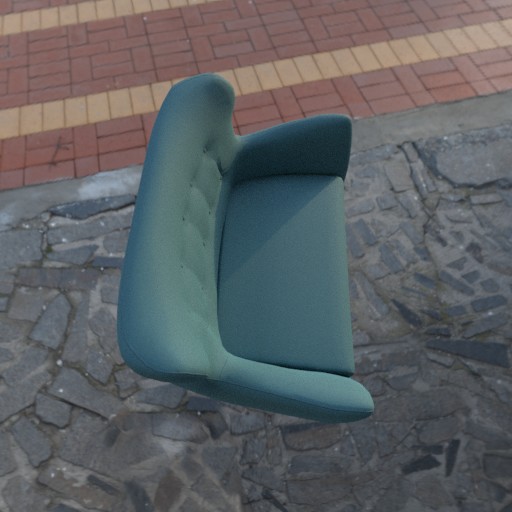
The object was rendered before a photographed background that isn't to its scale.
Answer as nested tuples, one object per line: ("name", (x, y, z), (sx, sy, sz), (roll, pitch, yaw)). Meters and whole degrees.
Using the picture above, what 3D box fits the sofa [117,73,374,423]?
("sofa", (0.000, 0.000, 1.960), (0.889, 0.889, 1.397), (2, 62, 1))
